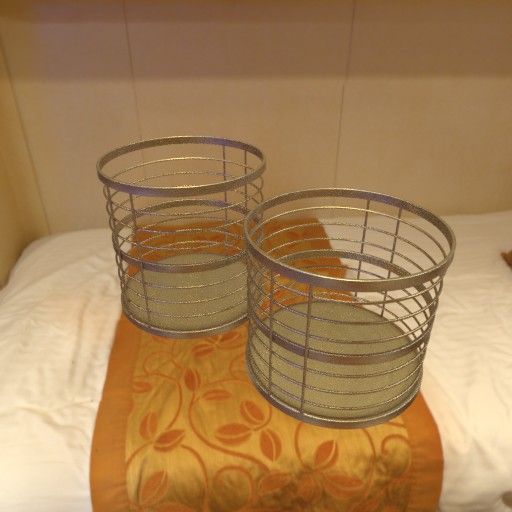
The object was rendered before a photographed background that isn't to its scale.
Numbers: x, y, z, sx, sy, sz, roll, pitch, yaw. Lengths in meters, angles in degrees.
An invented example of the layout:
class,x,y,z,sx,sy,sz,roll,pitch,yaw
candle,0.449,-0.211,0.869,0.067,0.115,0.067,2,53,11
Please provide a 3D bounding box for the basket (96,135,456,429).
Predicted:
class,x,y,z,sx,sy,sz,roll,pitch,yaw
basket,0.000,0.000,0.932,0.746,0.351,0.356,21,36,31
